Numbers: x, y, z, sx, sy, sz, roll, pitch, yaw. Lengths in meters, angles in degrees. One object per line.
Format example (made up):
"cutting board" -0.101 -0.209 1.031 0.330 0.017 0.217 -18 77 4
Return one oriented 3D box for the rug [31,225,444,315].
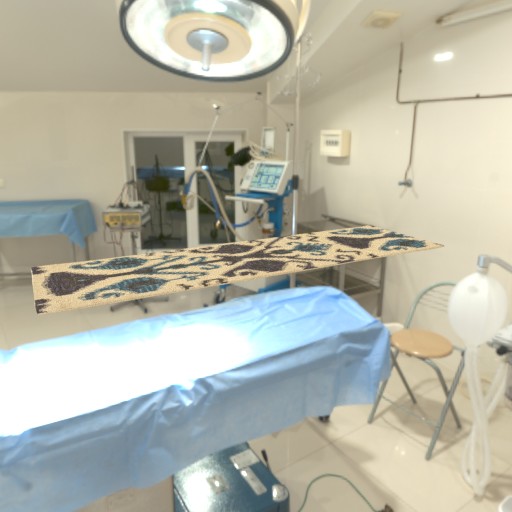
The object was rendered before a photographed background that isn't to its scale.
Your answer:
"rug" 0.000 0.000 2.535 2.301 0.017 0.692 -8 18 -27
